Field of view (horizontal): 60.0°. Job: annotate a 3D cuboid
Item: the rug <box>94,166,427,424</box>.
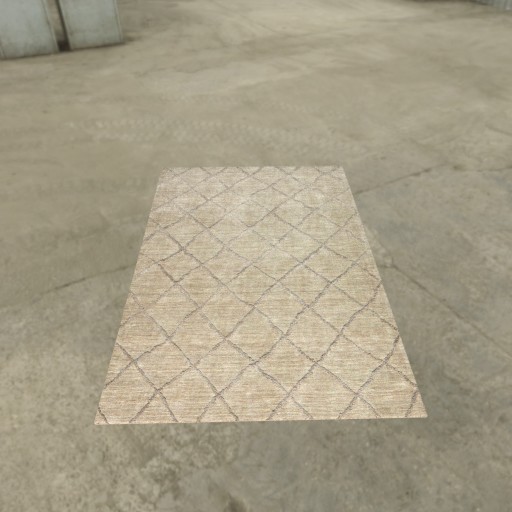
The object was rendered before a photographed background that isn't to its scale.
[{"bbox_3d":[0.000,0.000,2.880,1.521,0.015,2.280,-1,41,-1],"label":"rug"}]
